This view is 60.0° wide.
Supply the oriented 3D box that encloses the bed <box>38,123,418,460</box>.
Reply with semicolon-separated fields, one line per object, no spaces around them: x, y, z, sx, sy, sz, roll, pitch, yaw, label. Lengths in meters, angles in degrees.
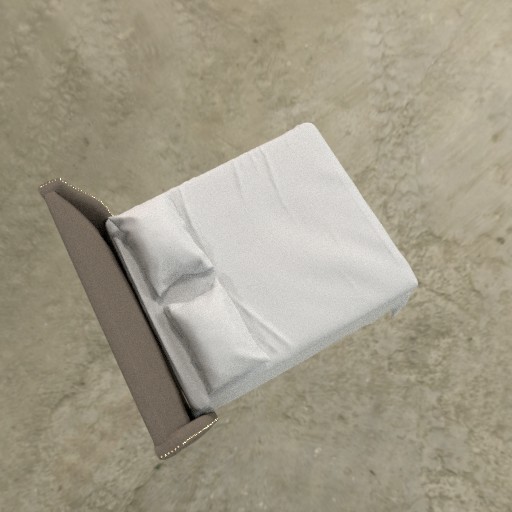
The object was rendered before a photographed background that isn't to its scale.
0.000;0.000;3.453;2.276;1.332;1.925;-28;76;-8;bed
